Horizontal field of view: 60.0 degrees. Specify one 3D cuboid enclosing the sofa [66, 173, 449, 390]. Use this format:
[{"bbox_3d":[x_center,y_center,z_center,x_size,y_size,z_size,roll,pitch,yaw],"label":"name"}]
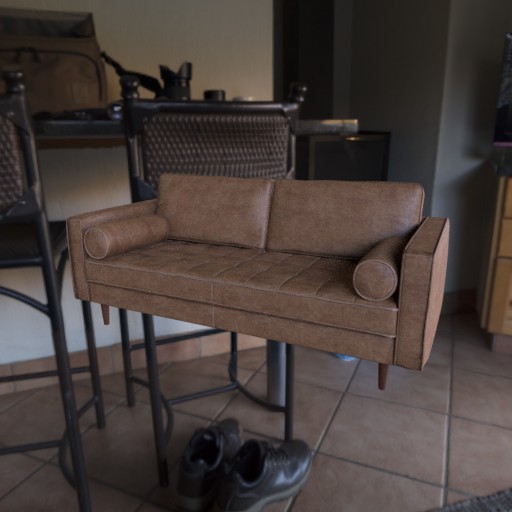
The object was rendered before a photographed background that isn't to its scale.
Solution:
[{"bbox_3d":[0.000,0.000,2.452,1.920,0.825,0.924,7,16,25],"label":"sofa"}]
